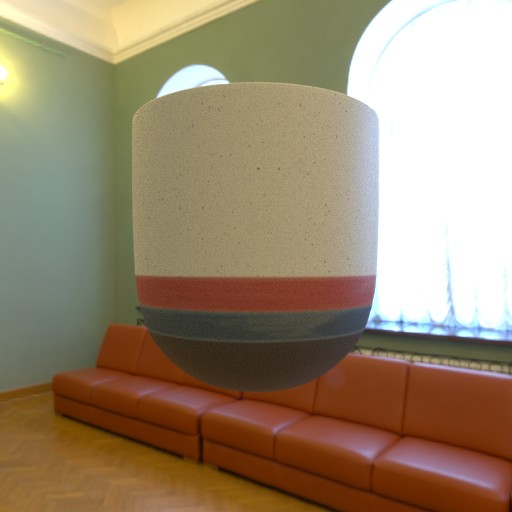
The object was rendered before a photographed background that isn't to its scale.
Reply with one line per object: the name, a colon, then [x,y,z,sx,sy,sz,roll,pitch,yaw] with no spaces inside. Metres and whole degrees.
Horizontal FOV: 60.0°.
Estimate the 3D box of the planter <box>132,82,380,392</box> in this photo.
planter: [0.000,0.000,0.376,0.204,0.214,0.204,0,-1,0]
